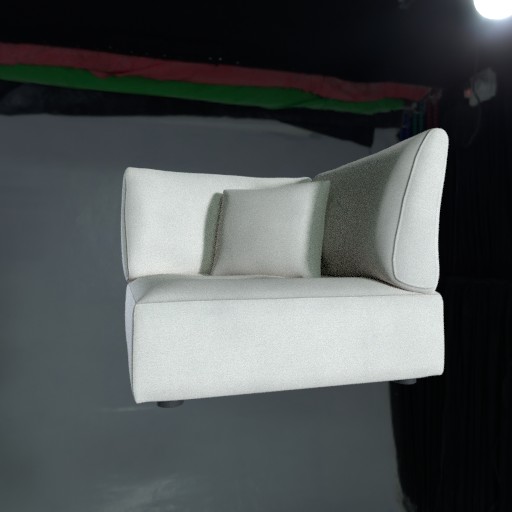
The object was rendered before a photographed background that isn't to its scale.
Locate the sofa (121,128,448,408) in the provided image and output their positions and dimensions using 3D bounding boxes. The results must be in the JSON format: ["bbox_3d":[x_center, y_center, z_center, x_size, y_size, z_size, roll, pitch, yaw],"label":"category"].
[{"bbox_3d":[0.000,0.000,1.722,1.000,0.820,1.000,0,0,-17],"label":"sofa"}]
